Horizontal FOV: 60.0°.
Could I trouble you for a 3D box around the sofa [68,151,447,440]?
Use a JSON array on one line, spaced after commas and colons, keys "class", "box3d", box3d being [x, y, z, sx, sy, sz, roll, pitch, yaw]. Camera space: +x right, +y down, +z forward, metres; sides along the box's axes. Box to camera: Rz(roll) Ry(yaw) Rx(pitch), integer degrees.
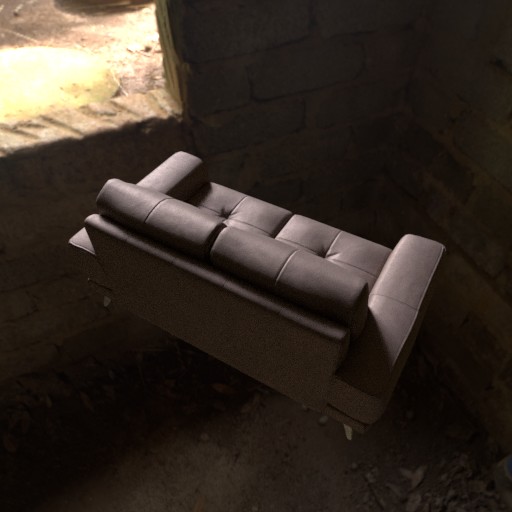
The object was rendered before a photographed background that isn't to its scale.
[{"class": "sofa", "box3d": [0.000, 0.000, 2.408, 1.806, 0.907, 1.018, 23, 51, 20]}]
